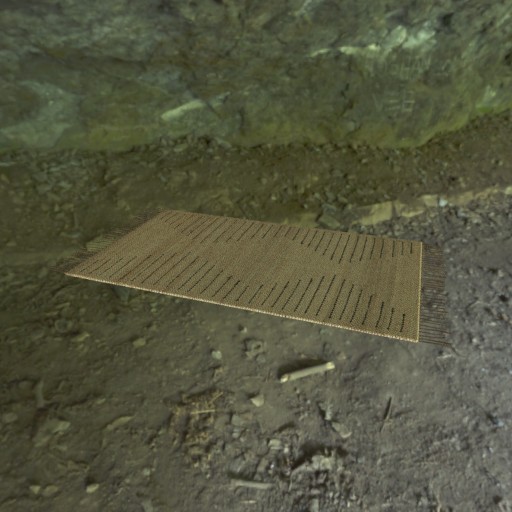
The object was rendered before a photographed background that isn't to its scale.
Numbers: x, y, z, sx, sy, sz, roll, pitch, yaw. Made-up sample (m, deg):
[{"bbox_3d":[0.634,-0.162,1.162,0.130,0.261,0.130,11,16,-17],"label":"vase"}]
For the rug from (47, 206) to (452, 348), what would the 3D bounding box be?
[{"bbox_3d":[0.000,0.000,2.122,1.718,0.017,0.905,9,27,17],"label":"rug"}]
